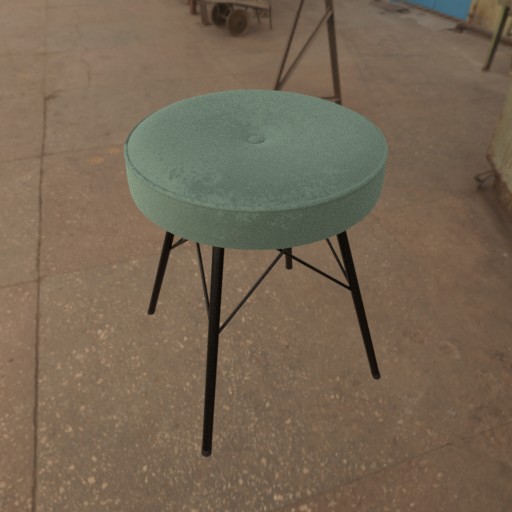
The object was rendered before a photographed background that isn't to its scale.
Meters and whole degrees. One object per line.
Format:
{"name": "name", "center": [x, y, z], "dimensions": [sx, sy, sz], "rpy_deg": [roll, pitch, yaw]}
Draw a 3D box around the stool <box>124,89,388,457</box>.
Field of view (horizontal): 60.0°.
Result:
{"name": "stool", "center": [0.000, 0.000, 0.851], "dimensions": [0.457, 0.519, 0.458], "rpy_deg": [-11, 41, -13]}
